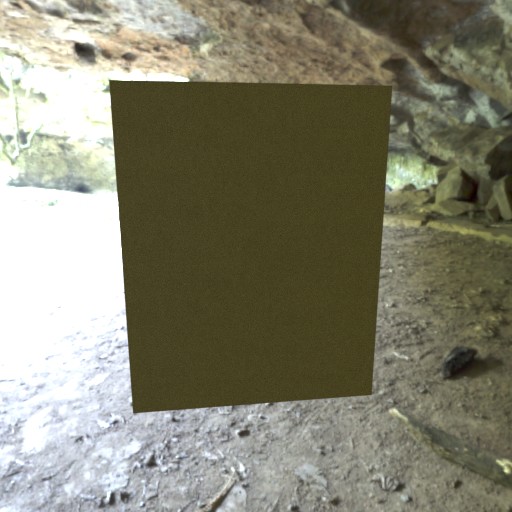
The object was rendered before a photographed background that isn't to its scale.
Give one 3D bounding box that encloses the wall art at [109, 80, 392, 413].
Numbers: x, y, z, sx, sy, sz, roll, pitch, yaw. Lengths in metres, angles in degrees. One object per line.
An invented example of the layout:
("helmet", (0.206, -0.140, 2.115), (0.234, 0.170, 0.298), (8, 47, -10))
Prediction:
("wall art", (0.000, 0.000, 1.368), (0.798, 1.002, 0.030), (-2, 14, -8))
